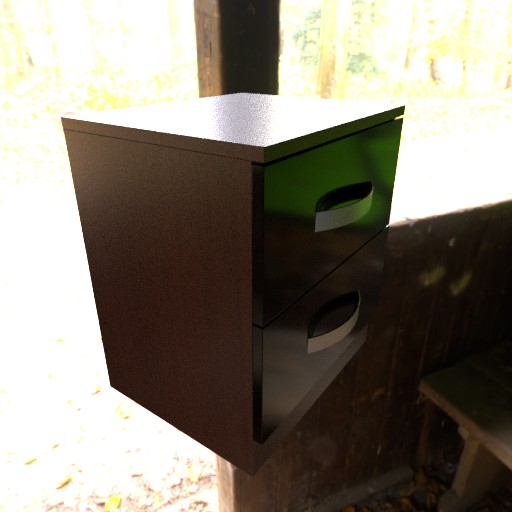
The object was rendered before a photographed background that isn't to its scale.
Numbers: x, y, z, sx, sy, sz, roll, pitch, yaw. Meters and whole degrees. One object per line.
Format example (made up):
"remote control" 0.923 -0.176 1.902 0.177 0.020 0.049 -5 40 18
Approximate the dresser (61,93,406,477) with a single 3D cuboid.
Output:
"dresser" 0.000 0.000 0.749 0.360 0.470 0.400 17 30 32
